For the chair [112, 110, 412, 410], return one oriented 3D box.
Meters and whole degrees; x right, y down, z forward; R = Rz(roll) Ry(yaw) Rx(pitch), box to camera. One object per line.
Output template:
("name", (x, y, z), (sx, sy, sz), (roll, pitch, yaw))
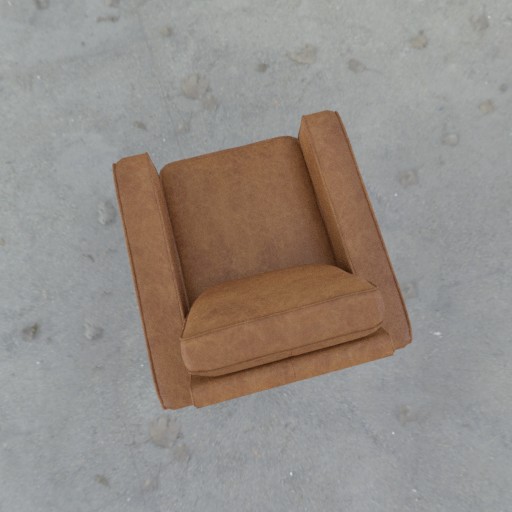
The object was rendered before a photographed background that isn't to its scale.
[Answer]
("chair", (0.000, 0.000, 1.804), (0.987, 0.901, 1.027), (-17, 77, -4))
